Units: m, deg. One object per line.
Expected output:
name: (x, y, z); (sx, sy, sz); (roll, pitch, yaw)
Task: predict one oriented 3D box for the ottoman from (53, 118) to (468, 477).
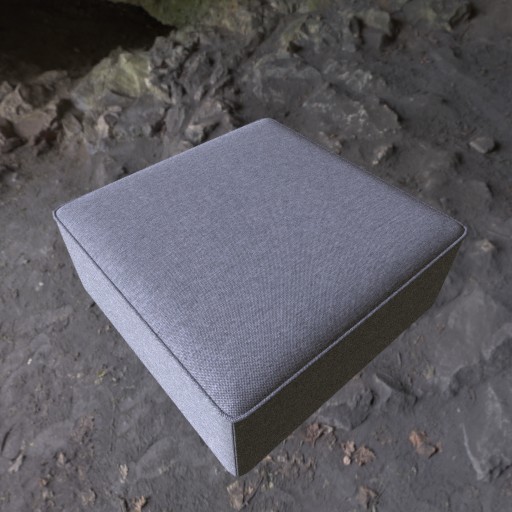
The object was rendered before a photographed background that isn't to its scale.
ottoman: (0.000, 0.000, 1.592); (1.005, 0.455, 1.005); (-32, 53, -27)
